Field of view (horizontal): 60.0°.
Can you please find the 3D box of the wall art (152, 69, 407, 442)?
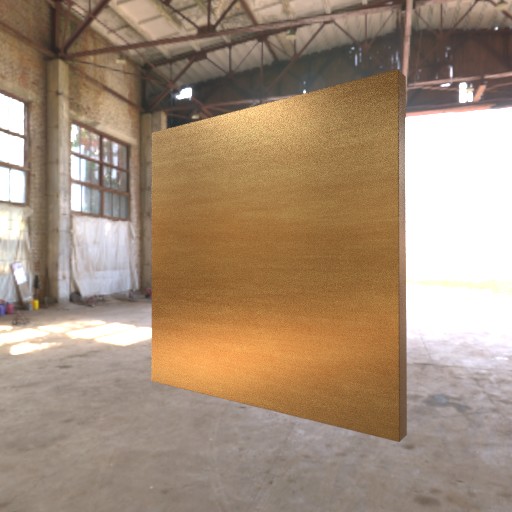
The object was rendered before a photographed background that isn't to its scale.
[{"bbox_3d":[0.000,0.000,0.456,0.302,0.302,0.019,0,-1,37],"label":"wall art"}]
